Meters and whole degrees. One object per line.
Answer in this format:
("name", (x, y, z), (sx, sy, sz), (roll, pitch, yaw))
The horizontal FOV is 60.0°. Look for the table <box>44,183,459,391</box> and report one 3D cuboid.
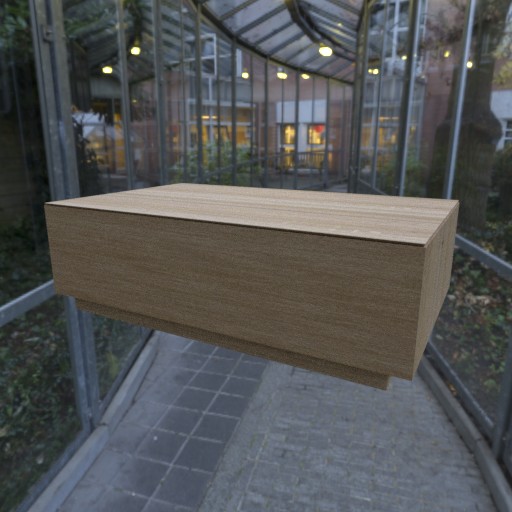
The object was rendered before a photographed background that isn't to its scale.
("table", (0.000, 0.000, 1.432), (1.110, 0.353, 0.678), (8, 17, 28))
